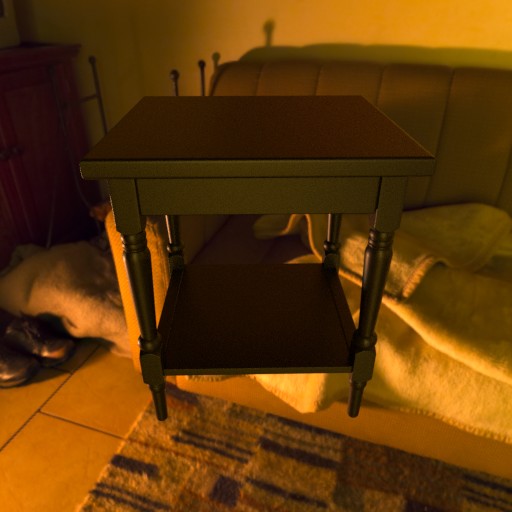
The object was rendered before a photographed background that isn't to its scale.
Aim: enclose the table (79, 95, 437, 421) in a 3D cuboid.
[{"bbox_3d":[0.000,0.000,0.933,0.488,0.565,0.442,-1,30,-1],"label":"table"}]
